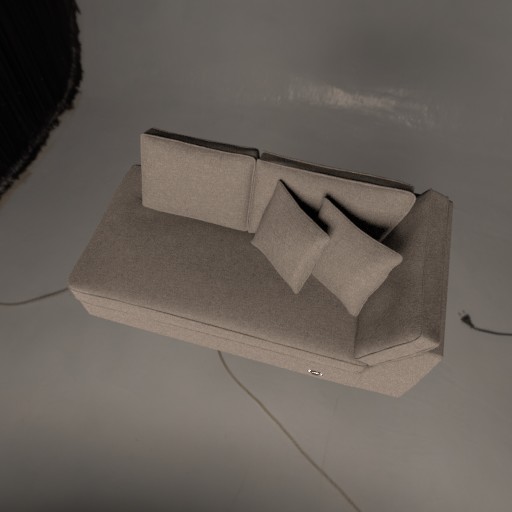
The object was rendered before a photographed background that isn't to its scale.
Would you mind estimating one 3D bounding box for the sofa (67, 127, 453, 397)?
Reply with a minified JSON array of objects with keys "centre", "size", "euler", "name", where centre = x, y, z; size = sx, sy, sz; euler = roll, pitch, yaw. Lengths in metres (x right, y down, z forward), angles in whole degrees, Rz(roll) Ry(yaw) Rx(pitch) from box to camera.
[{"centre":[0.000,0.000,2.879],"size":[2.237,1.033,1.110],"euler":[14,59,8],"name":"sofa"}]
